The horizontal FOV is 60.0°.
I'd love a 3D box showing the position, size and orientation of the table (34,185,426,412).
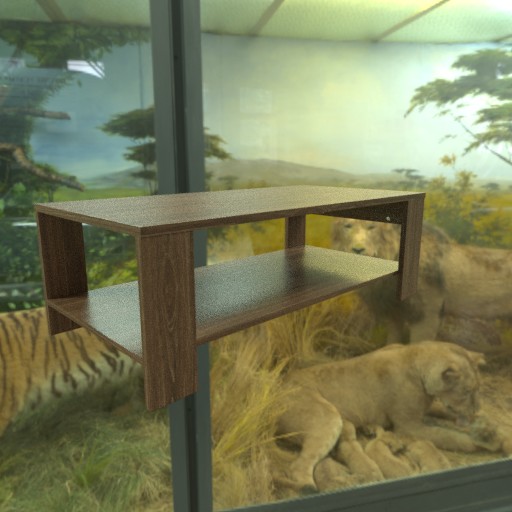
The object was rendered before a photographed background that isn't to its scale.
[{"bbox_3d":[0.000,0.000,1.518,1.200,0.400,0.600,-12,17,-43],"label":"table"}]
